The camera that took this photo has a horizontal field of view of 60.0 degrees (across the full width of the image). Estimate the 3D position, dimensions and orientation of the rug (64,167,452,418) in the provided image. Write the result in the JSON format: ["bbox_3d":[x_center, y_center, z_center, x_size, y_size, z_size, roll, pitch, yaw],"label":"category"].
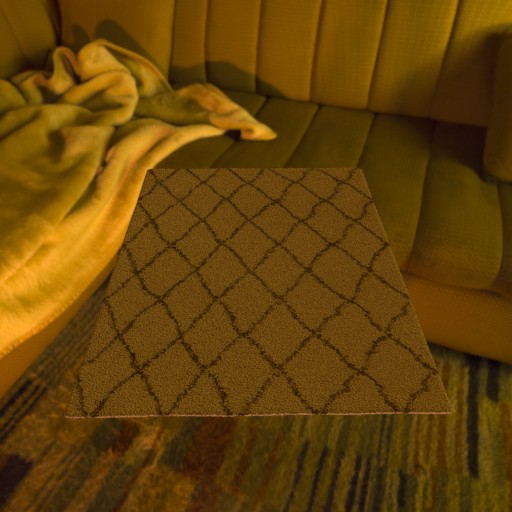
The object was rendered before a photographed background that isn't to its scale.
[{"bbox_3d":[0.000,0.000,3.917,2.438,0.029,3.047,0,41,0],"label":"rug"}]
